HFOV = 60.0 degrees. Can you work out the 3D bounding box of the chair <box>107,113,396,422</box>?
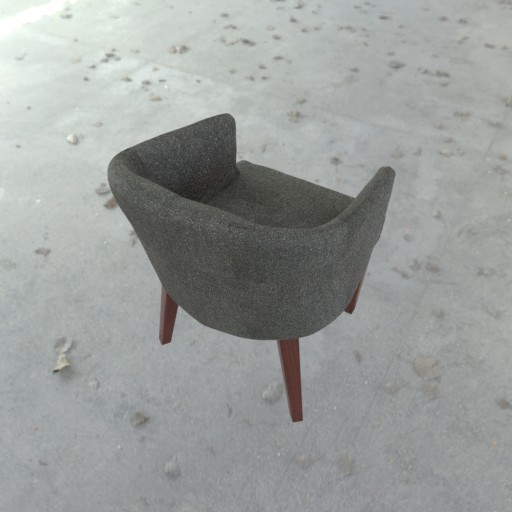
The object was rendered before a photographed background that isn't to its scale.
[{"bbox_3d":[0.000,0.000,1.253,0.583,0.811,0.655,25,51,22],"label":"chair"}]
